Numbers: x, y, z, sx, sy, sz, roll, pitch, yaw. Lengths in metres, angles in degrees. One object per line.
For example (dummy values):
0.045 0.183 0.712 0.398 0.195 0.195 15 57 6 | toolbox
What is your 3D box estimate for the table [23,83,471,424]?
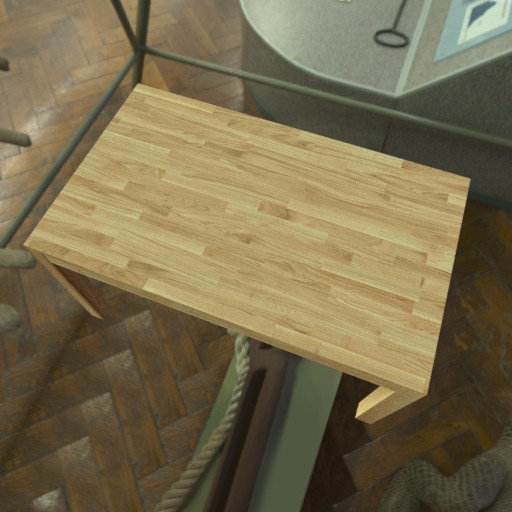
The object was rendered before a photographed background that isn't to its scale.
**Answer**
0.000 0.000 2.051 1.500 0.770 0.900 19 64 9 | table
